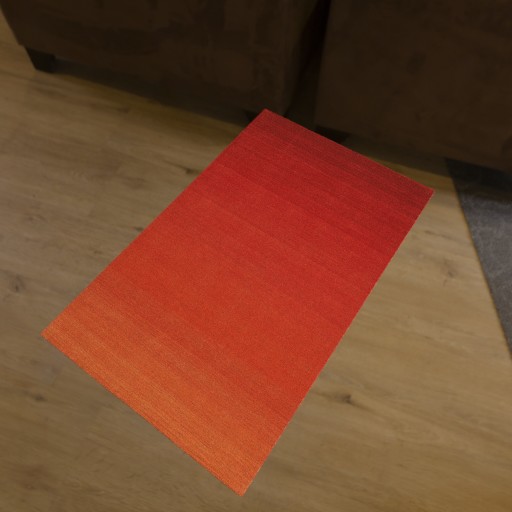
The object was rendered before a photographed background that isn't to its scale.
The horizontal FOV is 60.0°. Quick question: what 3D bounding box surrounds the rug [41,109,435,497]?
[{"bbox_3d":[0.000,0.000,3.002,1.531,0.010,2.442,31,64,17],"label":"rug"}]
